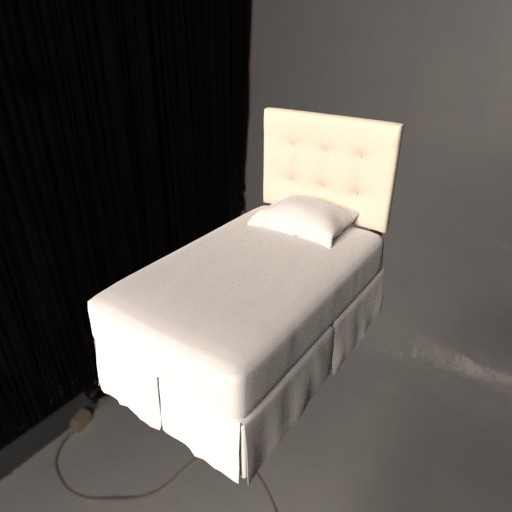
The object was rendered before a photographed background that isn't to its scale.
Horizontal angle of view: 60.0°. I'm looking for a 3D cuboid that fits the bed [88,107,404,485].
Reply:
[{"bbox_3d":[0.000,0.000,3.006,1.261,1.571,1.997,18,33,31],"label":"bed"}]
